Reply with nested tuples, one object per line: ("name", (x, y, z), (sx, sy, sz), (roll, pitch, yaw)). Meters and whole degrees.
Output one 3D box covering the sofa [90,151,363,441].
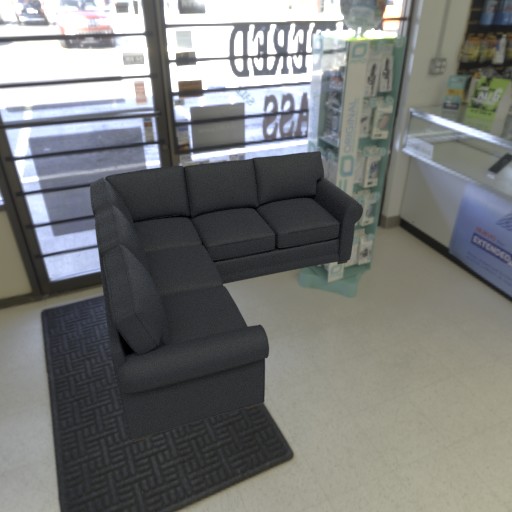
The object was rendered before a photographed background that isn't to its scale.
("sofa", (0.000, 0.000, 3.897), (2.562, 1.042, 2.487), (-11, 32, -17))
